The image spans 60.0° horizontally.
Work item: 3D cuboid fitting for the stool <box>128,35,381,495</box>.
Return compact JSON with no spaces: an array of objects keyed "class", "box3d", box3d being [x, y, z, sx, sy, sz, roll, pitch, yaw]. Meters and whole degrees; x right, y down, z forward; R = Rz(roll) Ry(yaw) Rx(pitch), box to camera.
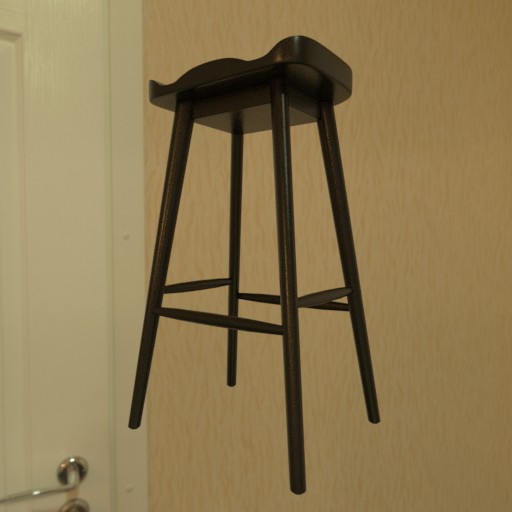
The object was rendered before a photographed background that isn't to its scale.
[{"class":"stool","box3d":[0.000,0.000,0.964,0.440,0.749,0.361,2,3,36]}]
